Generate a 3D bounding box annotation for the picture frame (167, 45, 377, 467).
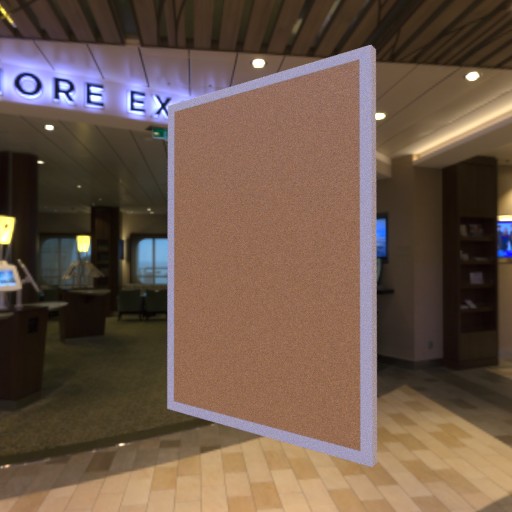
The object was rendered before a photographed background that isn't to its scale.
[{"bbox_3d":[0.000,0.000,0.551,0.305,0.434,0.013,0,-1,36],"label":"picture frame"}]
